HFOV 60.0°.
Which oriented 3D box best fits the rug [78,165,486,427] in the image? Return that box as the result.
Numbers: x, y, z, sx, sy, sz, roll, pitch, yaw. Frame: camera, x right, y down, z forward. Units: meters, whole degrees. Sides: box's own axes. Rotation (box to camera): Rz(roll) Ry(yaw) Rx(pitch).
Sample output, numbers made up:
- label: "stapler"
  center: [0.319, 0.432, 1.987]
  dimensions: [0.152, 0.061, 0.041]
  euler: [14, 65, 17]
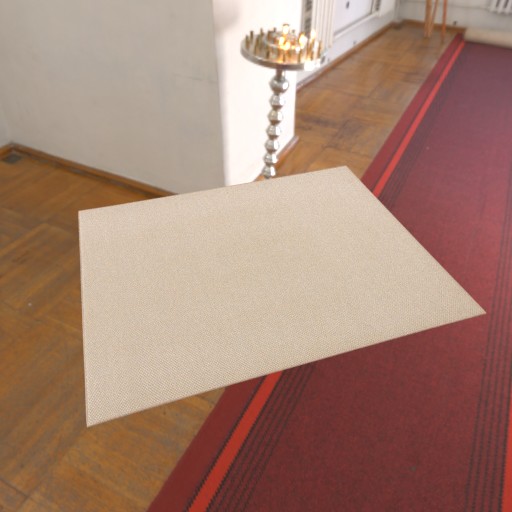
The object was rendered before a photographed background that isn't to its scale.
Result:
- label: "rug"
  center: [0.000, 0.000, 4.020]
  dimensions: [3.039, 0.018, 2.462]
  euler: [-12, 42, -14]
